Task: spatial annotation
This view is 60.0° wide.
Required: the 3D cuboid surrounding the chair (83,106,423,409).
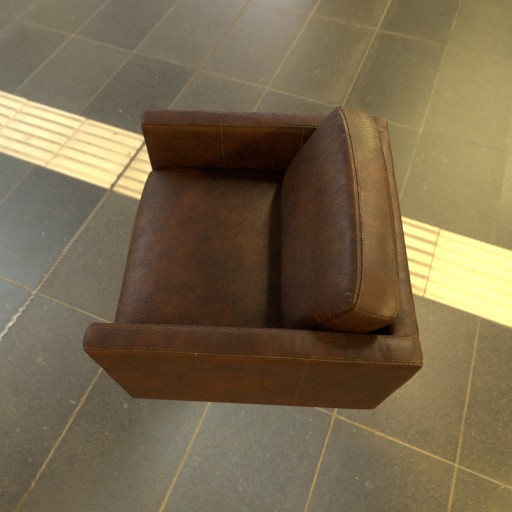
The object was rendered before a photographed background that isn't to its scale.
[{"bbox_3d":[0.000,0.000,1.703,0.975,0.864,0.990,2,59,1],"label":"chair"}]
